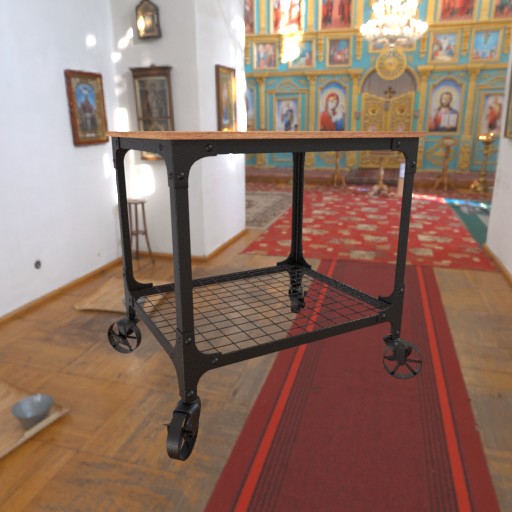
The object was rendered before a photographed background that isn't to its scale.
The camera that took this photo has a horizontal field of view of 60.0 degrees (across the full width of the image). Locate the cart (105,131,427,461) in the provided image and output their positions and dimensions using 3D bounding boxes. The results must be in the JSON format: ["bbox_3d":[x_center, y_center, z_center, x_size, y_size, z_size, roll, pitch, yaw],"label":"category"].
[{"bbox_3d":[0.000,0.000,1.115,0.666,0.603,0.558,-9,18,-28],"label":"cart"}]
